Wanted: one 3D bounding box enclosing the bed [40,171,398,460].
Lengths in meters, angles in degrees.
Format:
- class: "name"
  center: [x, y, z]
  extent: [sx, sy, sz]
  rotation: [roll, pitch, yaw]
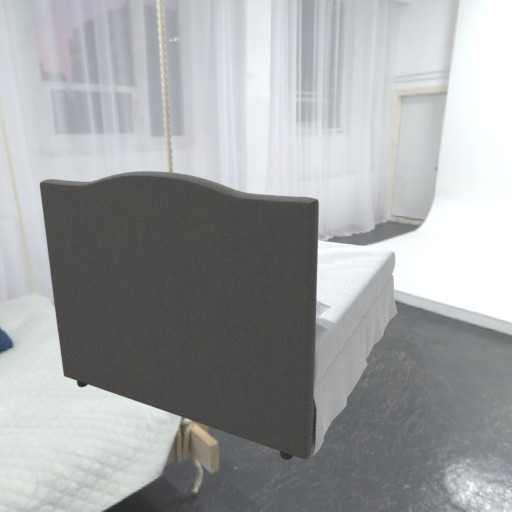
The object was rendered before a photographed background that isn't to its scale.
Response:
- class: "bed"
  center: [0.000, 0.000, 3.367]
  extent: [1.821, 1.436, 2.282]
  rotation: [8, 18, 26]
